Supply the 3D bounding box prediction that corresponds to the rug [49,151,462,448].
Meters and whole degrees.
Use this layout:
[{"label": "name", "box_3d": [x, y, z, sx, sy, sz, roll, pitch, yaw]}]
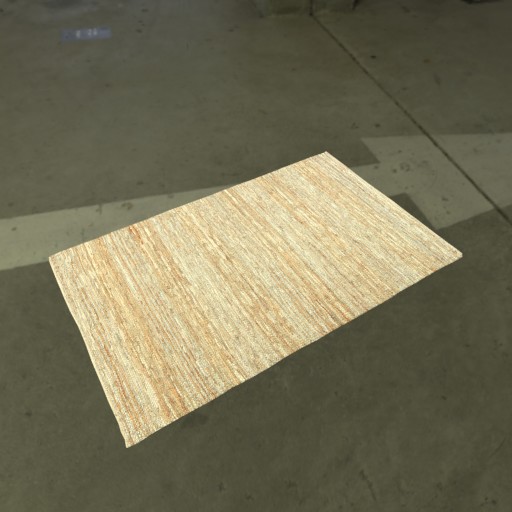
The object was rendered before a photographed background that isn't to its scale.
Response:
[{"label": "rug", "box_3d": [0.000, 0.000, 3.051, 2.446, 0.009, 1.529, -24, 51, -22]}]
